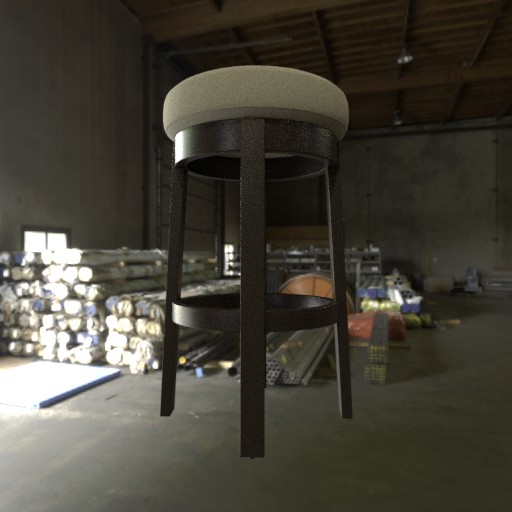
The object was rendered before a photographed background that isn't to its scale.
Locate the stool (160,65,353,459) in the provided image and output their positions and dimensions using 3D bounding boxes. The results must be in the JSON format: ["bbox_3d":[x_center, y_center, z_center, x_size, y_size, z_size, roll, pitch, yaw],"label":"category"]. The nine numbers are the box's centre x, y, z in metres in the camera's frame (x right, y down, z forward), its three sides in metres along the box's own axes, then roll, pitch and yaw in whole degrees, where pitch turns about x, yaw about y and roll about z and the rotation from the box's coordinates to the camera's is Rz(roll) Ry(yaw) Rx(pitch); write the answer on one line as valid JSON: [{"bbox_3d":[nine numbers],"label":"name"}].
[{"bbox_3d":[0.000,0.000,1.045,0.446,0.758,0.446,0,0,0],"label":"stool"}]
